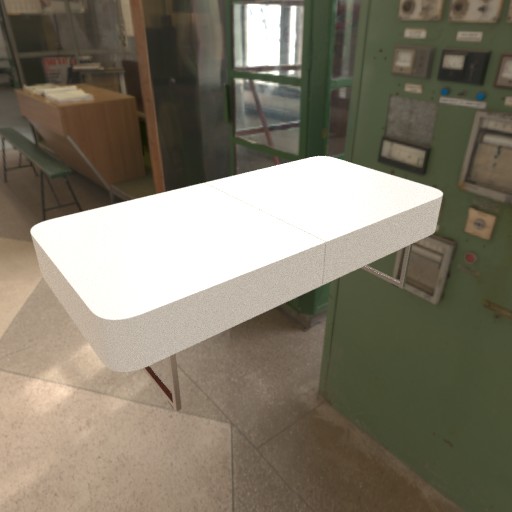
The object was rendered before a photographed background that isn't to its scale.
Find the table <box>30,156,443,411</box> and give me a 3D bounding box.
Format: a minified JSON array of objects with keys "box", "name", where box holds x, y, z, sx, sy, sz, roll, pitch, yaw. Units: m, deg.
[{"box":[0.000,0.000,1.457,1.200,0.340,0.600,-20,34,-33],"name":"table"}]
